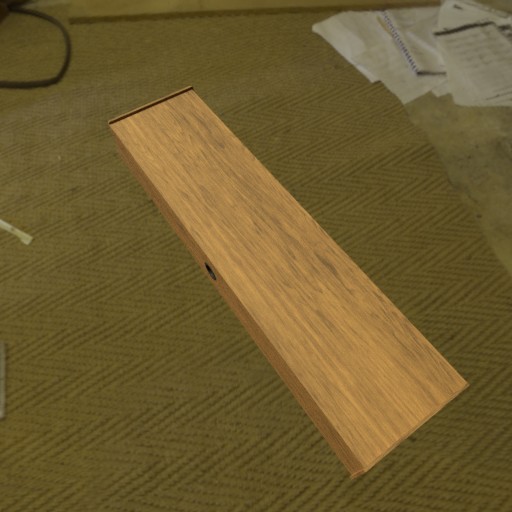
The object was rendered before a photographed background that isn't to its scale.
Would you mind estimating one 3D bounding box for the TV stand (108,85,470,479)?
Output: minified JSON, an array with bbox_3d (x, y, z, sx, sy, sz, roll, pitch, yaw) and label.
[{"bbox_3d":[0.000,0.000,1.927,0.467,0.415,1.796,-31,63,-17],"label":"TV stand"}]
